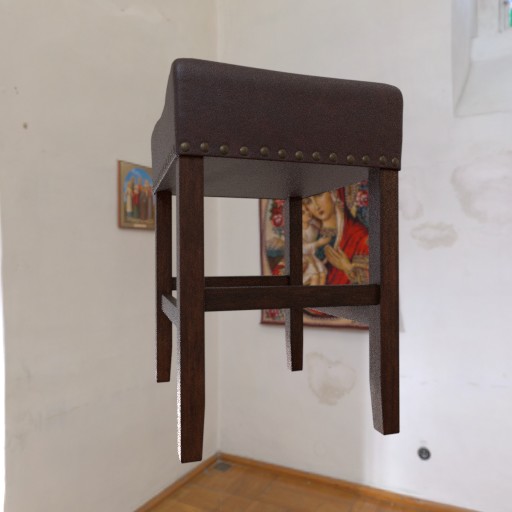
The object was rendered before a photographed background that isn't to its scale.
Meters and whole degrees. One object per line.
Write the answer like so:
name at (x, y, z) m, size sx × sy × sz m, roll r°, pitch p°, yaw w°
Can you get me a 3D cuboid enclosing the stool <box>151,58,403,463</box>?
stool at (0.000, 0.000, 0.921) m, size 0.397 × 0.608 × 0.465 m, roll 0°, pitch 0°, yaw -17°
